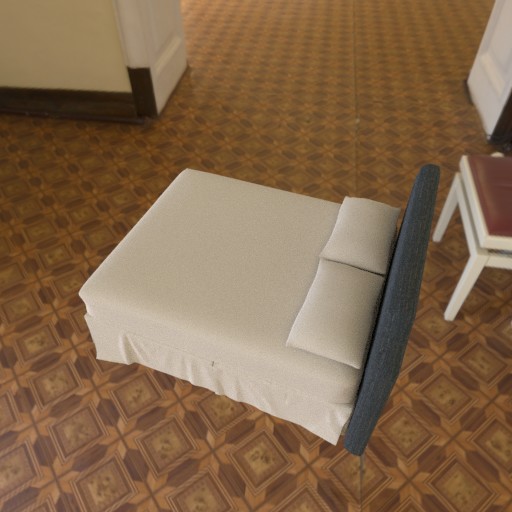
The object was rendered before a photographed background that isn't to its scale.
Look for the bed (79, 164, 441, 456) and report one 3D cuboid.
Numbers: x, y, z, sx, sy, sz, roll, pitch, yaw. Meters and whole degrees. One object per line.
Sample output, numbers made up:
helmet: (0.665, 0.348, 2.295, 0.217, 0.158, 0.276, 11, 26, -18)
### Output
bed: (0.000, 0.000, 3.328, 2.208, 1.297, 1.828, 16, 48, 15)
